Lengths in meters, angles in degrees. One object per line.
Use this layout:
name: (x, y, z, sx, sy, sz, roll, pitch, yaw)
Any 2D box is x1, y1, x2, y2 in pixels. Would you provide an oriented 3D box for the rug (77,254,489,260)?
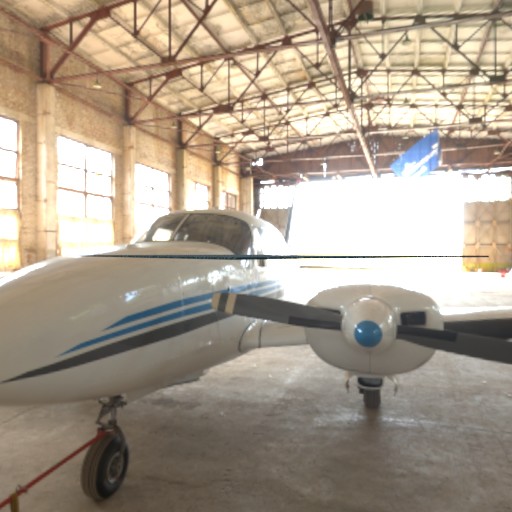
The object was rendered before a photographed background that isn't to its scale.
rug: (0.000, 0.000, 4.084, 2.432, 0.012, 3.033, 0, 0, -35)
